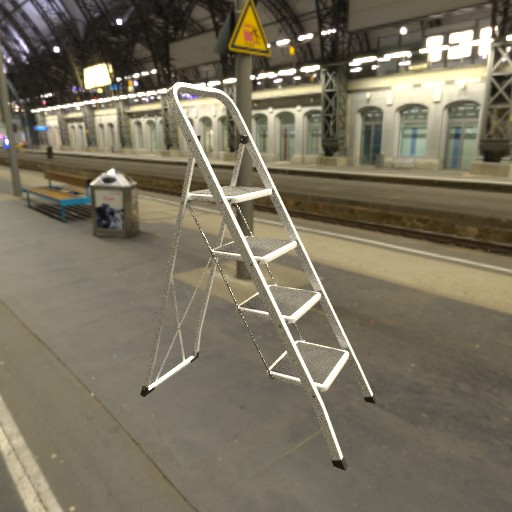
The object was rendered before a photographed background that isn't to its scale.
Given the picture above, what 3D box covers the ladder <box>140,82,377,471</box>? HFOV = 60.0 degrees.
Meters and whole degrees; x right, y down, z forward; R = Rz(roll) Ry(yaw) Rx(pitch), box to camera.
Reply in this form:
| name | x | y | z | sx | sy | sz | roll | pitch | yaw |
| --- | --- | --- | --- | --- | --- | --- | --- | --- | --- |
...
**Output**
| name | x | y | z | sx | sy | sz | roll | pitch | yaw |
| --- | --- | --- | --- | --- | --- | --- | --- | --- | --- |
| ladder | 0.000 | 0.000 | 1.719 | 0.914 | 1.265 | 0.460 | 8 | 17 | 27 |
